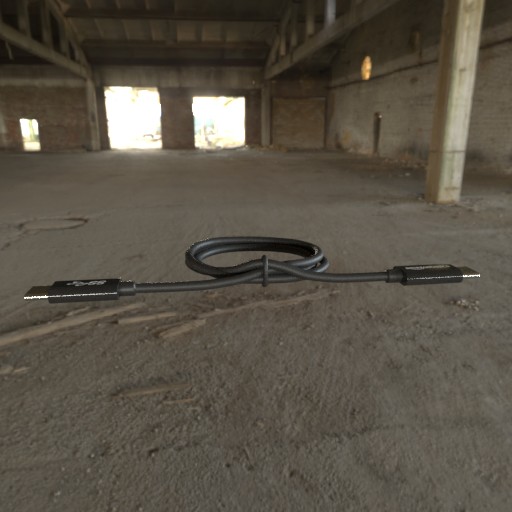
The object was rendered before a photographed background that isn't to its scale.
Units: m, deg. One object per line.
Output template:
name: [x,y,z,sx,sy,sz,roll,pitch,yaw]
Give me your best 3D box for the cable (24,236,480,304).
cable: [0.000,0.000,0.209,0.186,0.014,0.070,-2,16,-8]
